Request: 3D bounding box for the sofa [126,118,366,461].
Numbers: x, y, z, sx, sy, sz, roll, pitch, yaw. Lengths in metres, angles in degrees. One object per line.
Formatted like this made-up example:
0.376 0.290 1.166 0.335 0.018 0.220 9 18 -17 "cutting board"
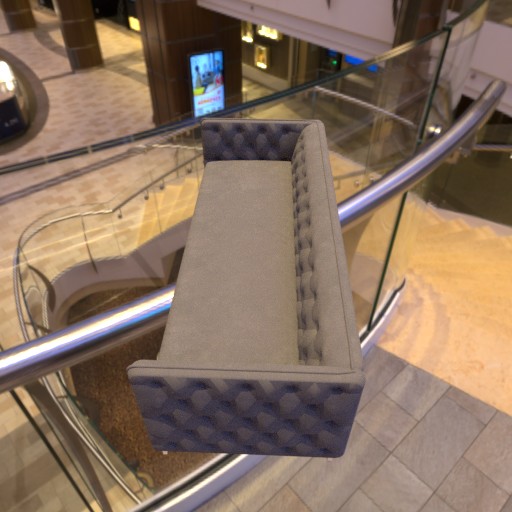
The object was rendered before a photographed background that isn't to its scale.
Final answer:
0.000 0.000 2.652 0.895 0.771 2.209 2 42 2 "sofa"
